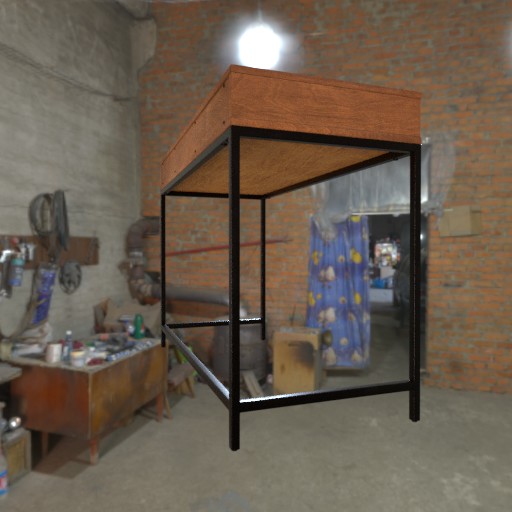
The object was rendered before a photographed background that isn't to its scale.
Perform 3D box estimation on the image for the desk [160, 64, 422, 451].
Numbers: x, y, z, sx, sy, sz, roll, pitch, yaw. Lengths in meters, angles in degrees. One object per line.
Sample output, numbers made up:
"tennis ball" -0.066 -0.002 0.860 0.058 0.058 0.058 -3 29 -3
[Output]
"desk" 0.000 0.000 1.426 0.470 0.762 1.016 0 1 -20
